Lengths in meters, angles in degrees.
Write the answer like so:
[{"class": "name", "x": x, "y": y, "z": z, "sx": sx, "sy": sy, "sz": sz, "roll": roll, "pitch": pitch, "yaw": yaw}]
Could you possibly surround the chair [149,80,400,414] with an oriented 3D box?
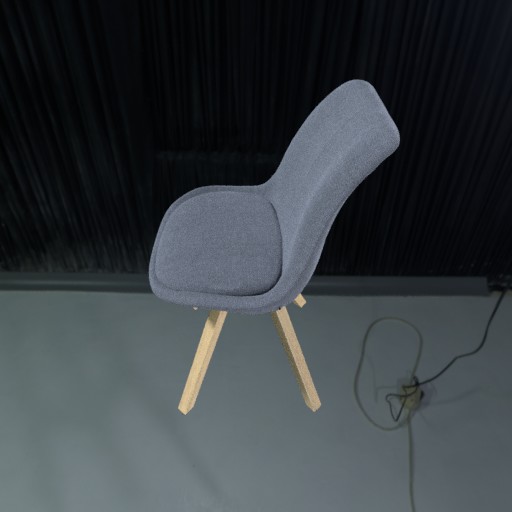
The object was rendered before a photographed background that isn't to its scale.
[{"class": "chair", "x": 0.000, "y": 0.000, "z": 1.196, "sx": 0.550, "sy": 0.850, "sz": 0.485, "roll": -1, "pitch": 42, "yaw": -1}]
